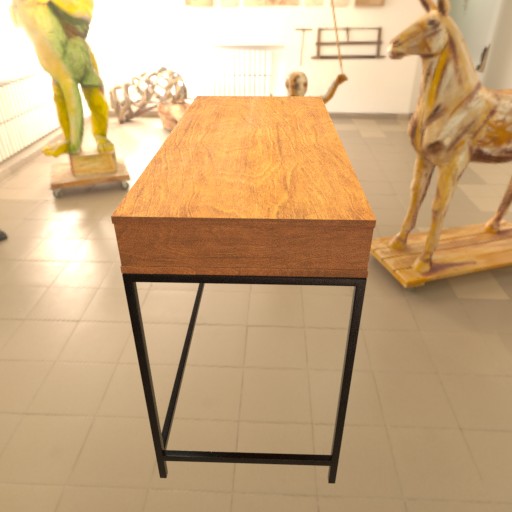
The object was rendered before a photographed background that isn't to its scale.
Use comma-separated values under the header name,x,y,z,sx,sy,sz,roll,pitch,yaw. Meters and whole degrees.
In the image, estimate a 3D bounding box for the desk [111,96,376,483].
name,x,y,z,sx,sy,sz,roll,pitch,yaw
desk,0.000,0.000,1.393,0.470,0.762,1.016,1,31,2
